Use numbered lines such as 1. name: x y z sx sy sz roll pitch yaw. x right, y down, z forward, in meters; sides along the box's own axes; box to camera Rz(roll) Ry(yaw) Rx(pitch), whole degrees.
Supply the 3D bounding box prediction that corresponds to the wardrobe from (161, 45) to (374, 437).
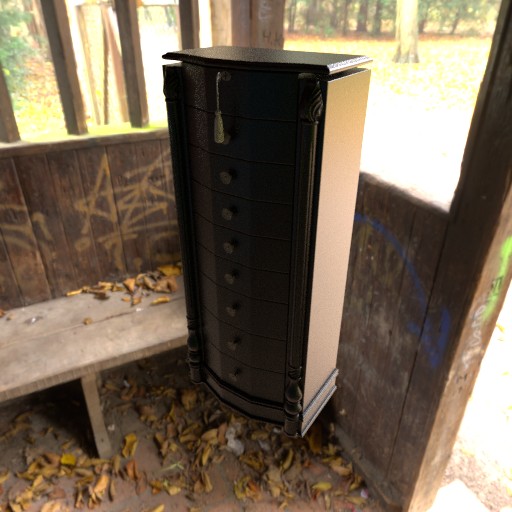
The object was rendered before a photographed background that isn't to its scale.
1. wardrobe: 0.000 0.000 1.218 0.444 1.011 0.295 19 35 29
